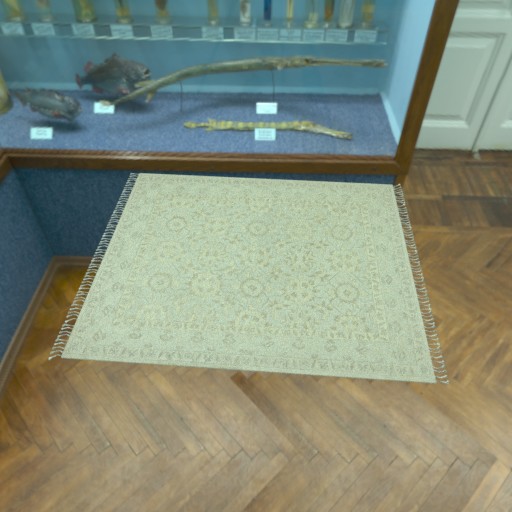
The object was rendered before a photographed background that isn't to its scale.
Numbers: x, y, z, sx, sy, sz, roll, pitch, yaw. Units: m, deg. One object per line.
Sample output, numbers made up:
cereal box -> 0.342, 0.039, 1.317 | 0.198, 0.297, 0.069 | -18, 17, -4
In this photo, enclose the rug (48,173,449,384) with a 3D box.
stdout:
rug -> 0.000, 0.000, 4.162 | 3.043, 0.013, 2.444 | 3, 47, 3
